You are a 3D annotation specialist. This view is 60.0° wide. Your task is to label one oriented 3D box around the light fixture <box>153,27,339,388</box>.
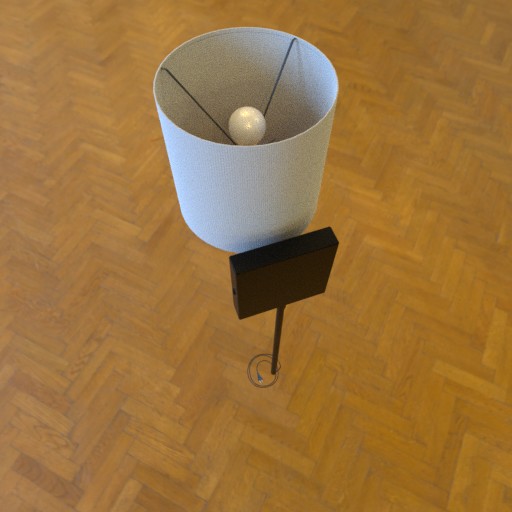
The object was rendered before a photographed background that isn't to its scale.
[{"bbox_3d":[0.000,0.000,0.687,0.188,0.589,0.248,-17,60,-10],"label":"light fixture"}]
